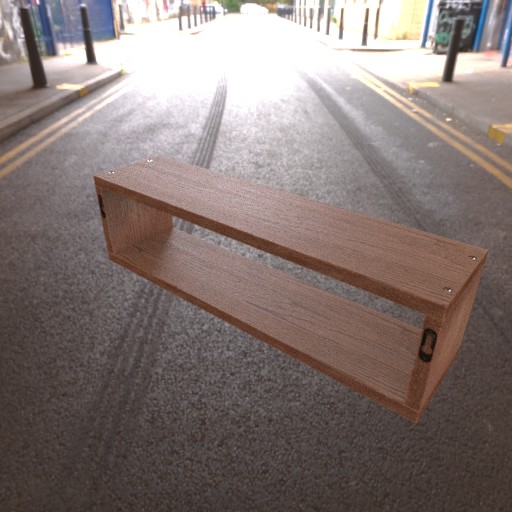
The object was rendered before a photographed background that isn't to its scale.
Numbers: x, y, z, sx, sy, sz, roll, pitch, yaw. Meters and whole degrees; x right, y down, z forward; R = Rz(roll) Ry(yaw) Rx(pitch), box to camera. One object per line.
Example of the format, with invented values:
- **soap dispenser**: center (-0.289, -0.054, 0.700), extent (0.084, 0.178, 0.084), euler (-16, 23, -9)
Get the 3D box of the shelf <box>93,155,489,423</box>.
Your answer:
- **shelf**: center (0.000, 0.000, 0.699), extent (0.610, 0.170, 0.150), euler (22, 36, 33)
